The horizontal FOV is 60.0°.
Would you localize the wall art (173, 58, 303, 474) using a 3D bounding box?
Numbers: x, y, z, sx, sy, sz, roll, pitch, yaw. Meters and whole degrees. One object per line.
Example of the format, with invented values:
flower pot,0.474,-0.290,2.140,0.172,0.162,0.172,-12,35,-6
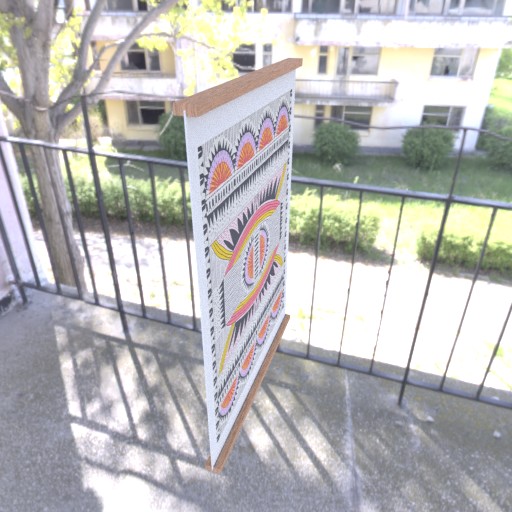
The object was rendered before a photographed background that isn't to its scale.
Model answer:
wall art,0.000,0.000,0.796,0.028,0.609,0.456,10,31,16
